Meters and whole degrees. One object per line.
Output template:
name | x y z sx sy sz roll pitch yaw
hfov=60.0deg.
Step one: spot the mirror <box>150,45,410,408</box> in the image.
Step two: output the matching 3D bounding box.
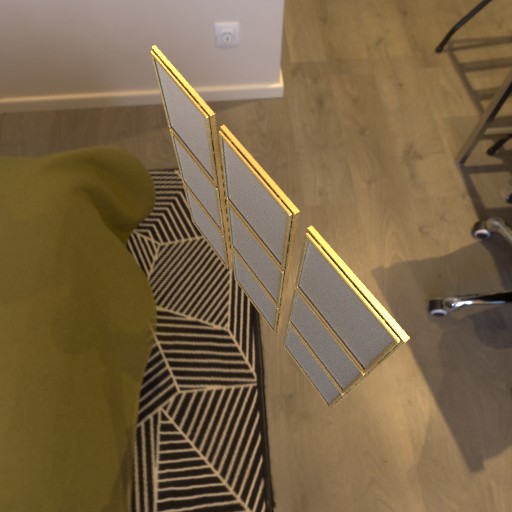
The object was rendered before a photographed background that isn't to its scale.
mirror | 0.000 0.000 1.454 0.023 0.926 1.011 -32 68 -15
